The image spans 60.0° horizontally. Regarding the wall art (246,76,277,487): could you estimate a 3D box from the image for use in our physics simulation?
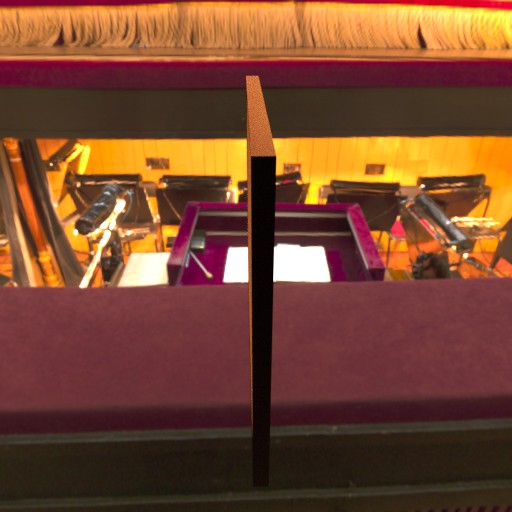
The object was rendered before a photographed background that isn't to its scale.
[{"bbox_3d":[0.000,0.000,1.130,0.036,0.755,0.756,-1,30,-1],"label":"wall art"}]
